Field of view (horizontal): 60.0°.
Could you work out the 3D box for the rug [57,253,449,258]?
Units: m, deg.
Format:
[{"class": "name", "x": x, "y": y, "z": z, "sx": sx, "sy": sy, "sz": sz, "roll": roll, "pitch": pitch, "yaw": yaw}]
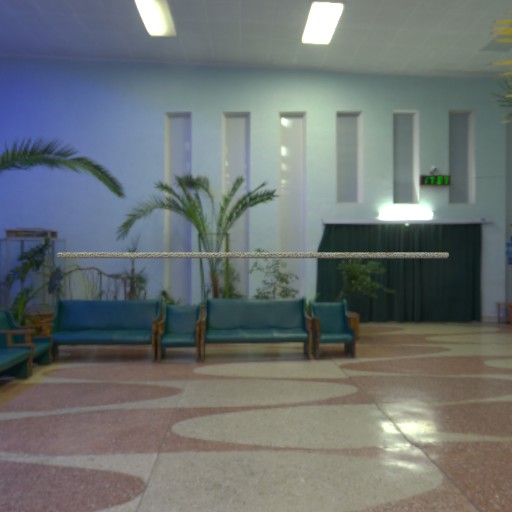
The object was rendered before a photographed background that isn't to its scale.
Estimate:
[{"class": "rug", "x": 0.000, "y": 0.000, "z": 3.384, "sx": 1.800, "sy": 0.025, "sz": 2.699, "roll": 0, "pitch": 0, "yaw": 1}]
